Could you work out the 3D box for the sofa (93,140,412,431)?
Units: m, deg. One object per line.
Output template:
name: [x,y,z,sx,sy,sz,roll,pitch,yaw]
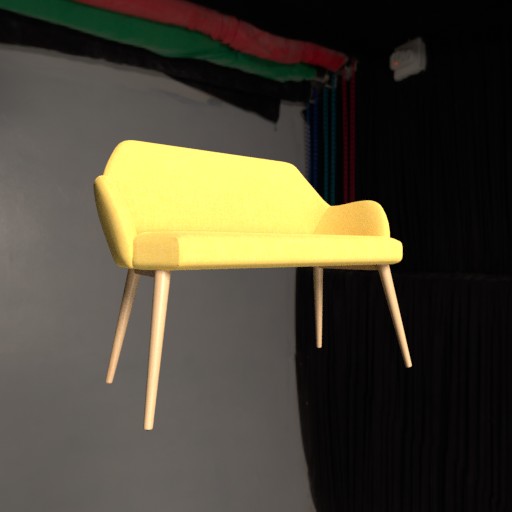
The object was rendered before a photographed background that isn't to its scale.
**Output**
sofa: [0.000,0.000,1.591,1.150,0.840,0.610,-1,1,-35]
